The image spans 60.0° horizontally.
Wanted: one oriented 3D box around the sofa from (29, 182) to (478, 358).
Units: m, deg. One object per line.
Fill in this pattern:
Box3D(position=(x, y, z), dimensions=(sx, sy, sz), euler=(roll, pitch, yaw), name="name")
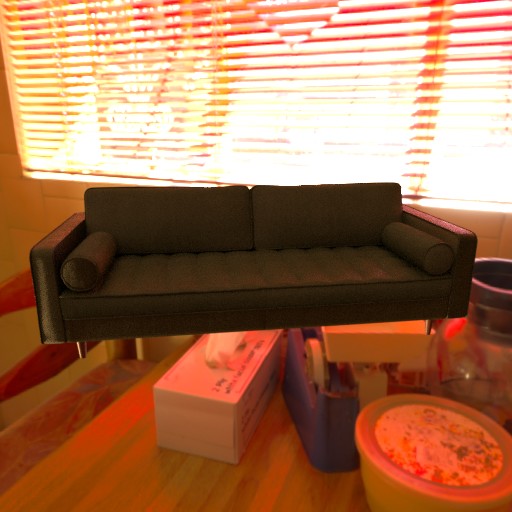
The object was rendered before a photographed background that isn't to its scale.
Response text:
Box3D(position=(0.000, 0.000, 2.582), dimensions=(2.199, 0.769, 0.918), euler=(-2, 17, -8), name="sofa")
